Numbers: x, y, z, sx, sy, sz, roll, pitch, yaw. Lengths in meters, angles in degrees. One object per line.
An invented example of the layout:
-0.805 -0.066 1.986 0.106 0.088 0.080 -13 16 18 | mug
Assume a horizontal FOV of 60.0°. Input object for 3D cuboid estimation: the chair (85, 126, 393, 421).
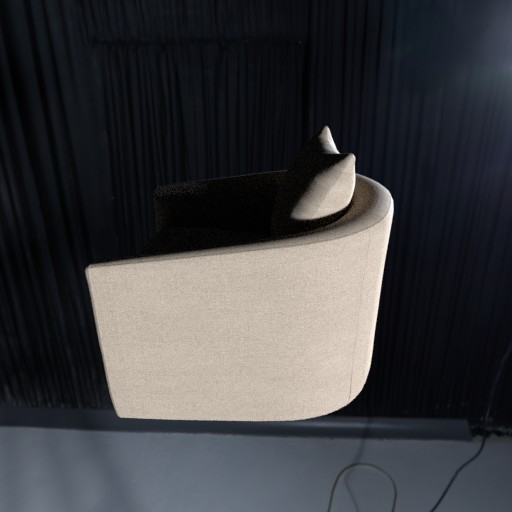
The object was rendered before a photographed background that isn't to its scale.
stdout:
0.000 0.000 1.613 0.910 0.848 0.845 1 24 2 | chair
